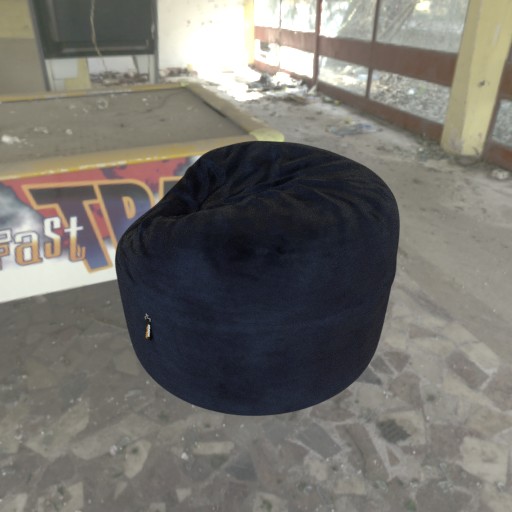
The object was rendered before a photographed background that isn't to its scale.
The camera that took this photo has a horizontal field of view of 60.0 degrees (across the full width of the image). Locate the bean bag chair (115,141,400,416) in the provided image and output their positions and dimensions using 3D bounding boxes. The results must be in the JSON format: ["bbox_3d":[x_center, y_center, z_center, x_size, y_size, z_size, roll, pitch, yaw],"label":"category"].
[{"bbox_3d":[0.000,0.000,1.512,0.918,0.616,0.918,0,30,0],"label":"bean bag chair"}]
